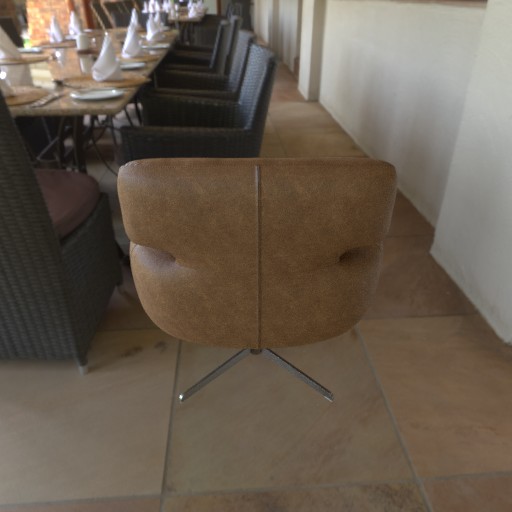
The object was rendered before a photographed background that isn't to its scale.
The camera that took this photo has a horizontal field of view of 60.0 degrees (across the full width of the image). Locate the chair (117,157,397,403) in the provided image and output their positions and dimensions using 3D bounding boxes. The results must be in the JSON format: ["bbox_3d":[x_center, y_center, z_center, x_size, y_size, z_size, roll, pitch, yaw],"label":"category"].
[{"bbox_3d":[0.000,0.000,1.356,0.706,0.812,0.715,0,31,-1],"label":"chair"}]
